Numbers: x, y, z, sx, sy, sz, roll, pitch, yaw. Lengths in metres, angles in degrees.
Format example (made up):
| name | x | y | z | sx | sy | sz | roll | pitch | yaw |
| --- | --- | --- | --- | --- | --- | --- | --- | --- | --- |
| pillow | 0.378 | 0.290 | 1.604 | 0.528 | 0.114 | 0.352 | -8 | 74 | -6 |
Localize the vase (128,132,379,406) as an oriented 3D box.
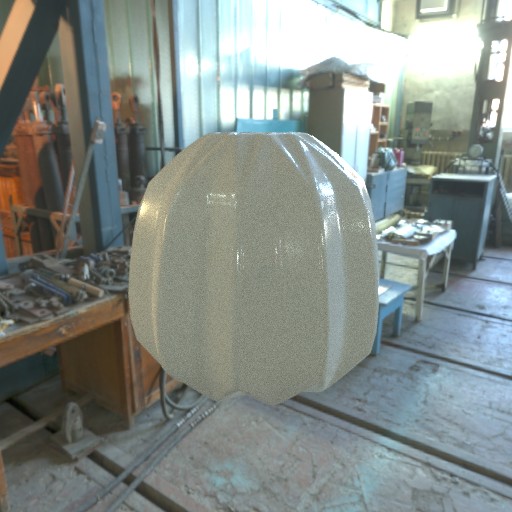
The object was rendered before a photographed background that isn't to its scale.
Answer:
| name | x | y | z | sx | sy | sz | roll | pitch | yaw |
| --- | --- | --- | --- | --- | --- | --- | --- | --- | --- |
| vase | 0.000 | 0.000 | 0.249 | 0.139 | 0.134 | 0.139 | 0 | 16 | 0 |
